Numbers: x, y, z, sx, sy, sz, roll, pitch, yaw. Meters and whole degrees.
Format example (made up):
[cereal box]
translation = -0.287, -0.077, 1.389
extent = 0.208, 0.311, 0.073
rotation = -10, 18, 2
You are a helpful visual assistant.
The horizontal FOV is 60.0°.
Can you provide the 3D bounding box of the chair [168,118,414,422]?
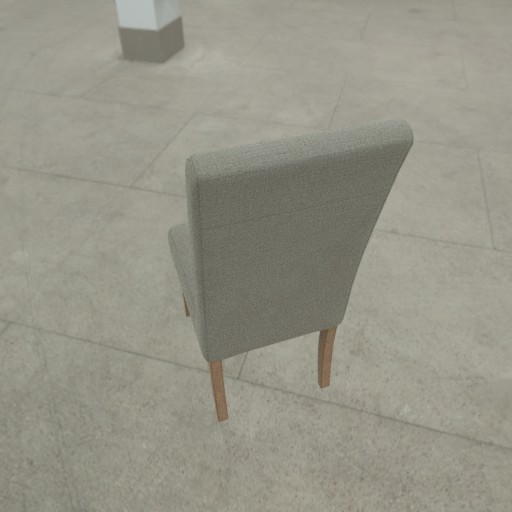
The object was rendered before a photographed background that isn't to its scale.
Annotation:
[chair]
translation = 0.000, 0.000, 1.325
extent = 0.450, 1.033, 0.611
rotation = -13, 44, -14
